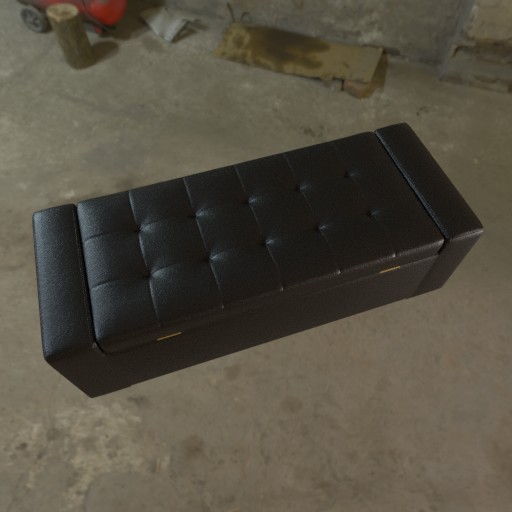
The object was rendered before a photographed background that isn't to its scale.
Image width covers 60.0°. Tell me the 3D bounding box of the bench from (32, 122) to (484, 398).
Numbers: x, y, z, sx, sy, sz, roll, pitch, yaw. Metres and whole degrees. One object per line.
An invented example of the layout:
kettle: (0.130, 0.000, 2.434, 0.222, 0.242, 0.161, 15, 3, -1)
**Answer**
bench: (0.000, 0.000, 1.518, 1.296, 0.445, 0.508, -16, 59, -10)
